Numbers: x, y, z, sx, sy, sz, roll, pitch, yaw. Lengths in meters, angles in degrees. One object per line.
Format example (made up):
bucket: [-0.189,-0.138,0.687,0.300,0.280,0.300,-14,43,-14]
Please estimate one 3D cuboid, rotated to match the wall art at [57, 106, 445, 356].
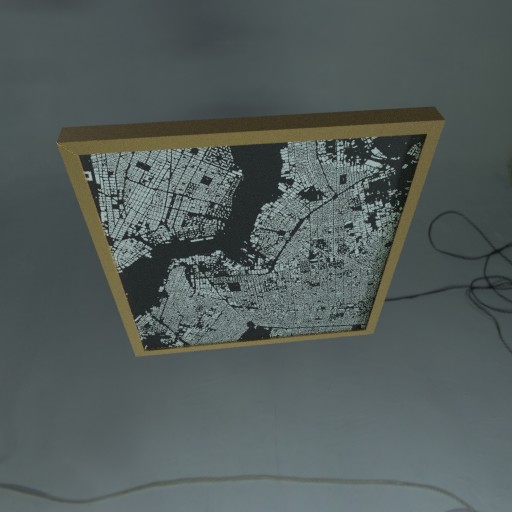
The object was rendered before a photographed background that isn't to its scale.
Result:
wall art: [0.000,0.000,1.952,1.284,1.284,0.095,-5,46,-4]
